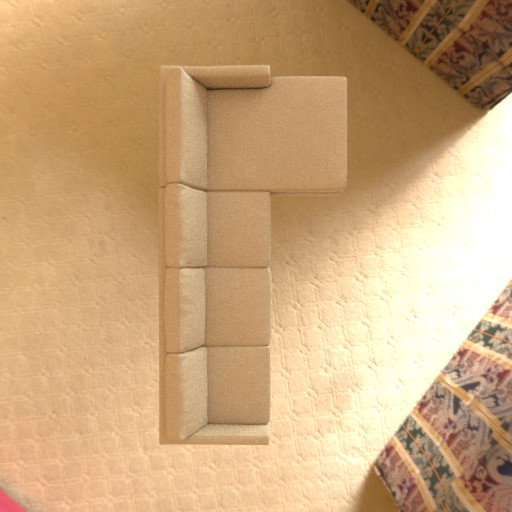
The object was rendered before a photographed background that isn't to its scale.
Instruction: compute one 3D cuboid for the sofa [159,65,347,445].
[{"bbox_3d":[0.000,0.000,3.932,1.625,0.846,3.186,0,91,1],"label":"sofa"}]
